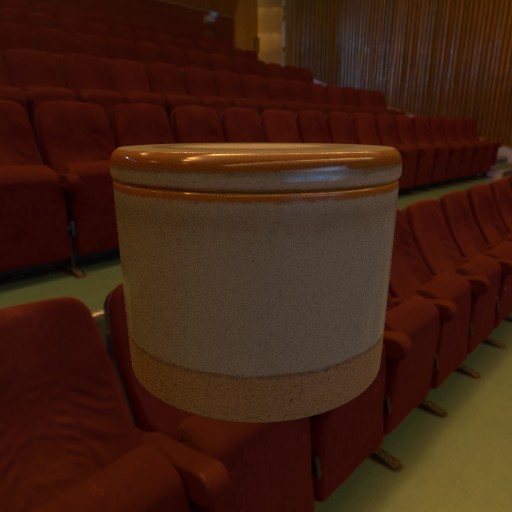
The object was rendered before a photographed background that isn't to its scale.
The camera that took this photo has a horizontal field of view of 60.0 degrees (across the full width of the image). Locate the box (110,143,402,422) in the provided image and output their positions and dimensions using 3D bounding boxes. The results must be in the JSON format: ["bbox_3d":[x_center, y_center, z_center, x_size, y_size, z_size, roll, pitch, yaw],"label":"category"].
[{"bbox_3d":[0.000,0.000,0.207,0.123,0.100,0.123,0,16,0],"label":"box"}]
